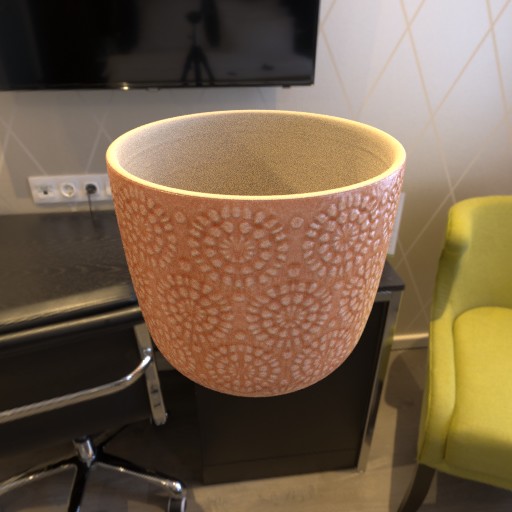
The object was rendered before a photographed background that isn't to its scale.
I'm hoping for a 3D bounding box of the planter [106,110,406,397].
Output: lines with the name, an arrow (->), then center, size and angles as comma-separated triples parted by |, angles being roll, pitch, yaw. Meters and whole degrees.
planter -> 0.000, 0.000, 0.365 | 0.208, 0.190, 0.208 | 0, 31, 0
